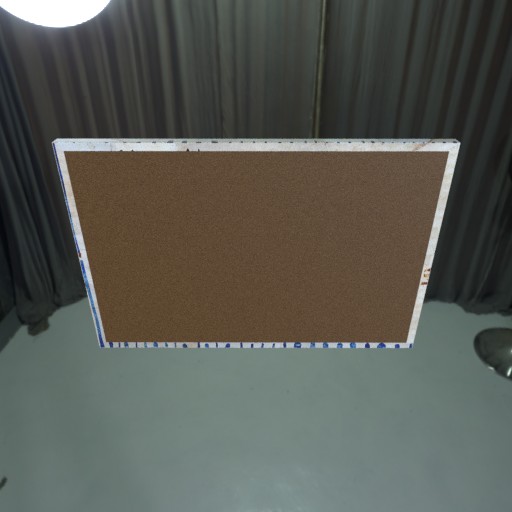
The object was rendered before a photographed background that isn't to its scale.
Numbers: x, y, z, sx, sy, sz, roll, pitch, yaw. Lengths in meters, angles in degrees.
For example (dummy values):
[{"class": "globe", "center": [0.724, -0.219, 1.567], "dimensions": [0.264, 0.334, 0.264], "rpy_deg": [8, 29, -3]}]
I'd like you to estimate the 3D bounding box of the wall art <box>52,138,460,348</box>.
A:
[{"class": "wall art", "center": [0.000, 0.000, 1.162], "dimensions": [0.919, 0.609, 0.030], "rpy_deg": [0, 30, 0]}]
